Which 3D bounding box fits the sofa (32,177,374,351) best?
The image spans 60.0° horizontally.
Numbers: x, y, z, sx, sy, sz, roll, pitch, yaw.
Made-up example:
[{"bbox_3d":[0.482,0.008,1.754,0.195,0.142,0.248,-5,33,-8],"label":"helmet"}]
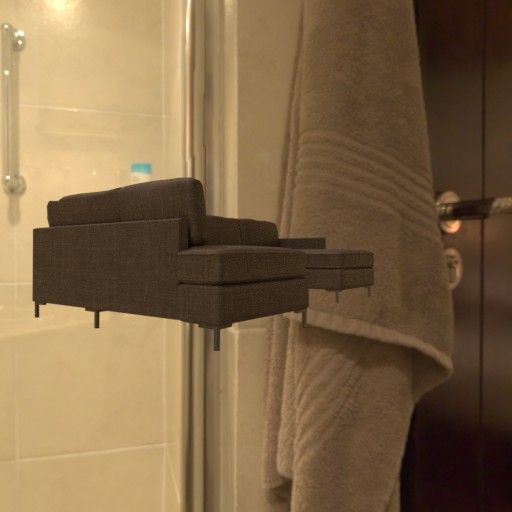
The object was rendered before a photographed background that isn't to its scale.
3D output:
[{"bbox_3d":[0.000,0.000,4.331,2.048,0.999,3.423,0,0,37],"label":"sofa"}]
